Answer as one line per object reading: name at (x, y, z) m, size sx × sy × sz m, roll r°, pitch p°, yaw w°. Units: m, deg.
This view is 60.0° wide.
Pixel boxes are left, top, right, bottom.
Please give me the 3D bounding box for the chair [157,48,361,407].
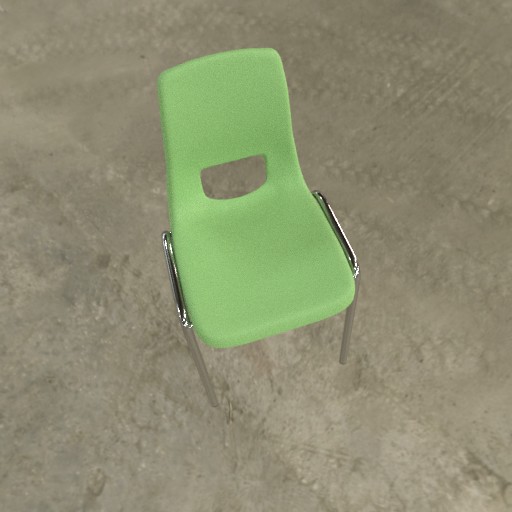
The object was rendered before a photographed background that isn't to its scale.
chair at (0.000, 0.000, 0.961) m, size 0.381 × 0.704 × 0.436 m, roll -16°, pitch 64°, yaw -8°
